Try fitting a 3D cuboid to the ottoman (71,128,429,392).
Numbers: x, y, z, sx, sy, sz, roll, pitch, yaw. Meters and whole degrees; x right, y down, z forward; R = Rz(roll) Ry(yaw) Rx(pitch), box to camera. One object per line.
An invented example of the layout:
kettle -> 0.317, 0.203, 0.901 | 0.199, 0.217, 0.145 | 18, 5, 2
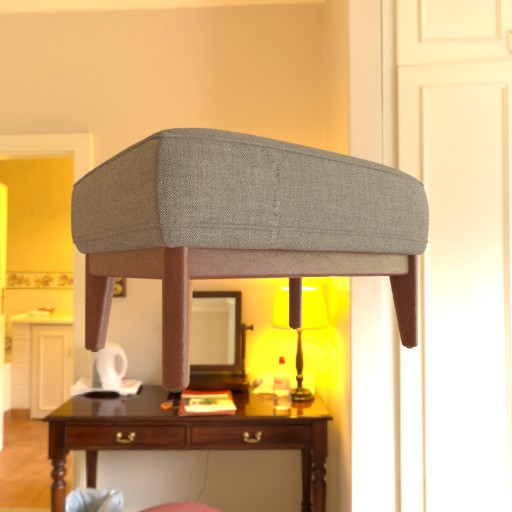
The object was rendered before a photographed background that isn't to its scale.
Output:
ottoman -> 0.000, 0.000, 1.088 | 0.750, 0.458, 0.555 | 1, -2, -37
